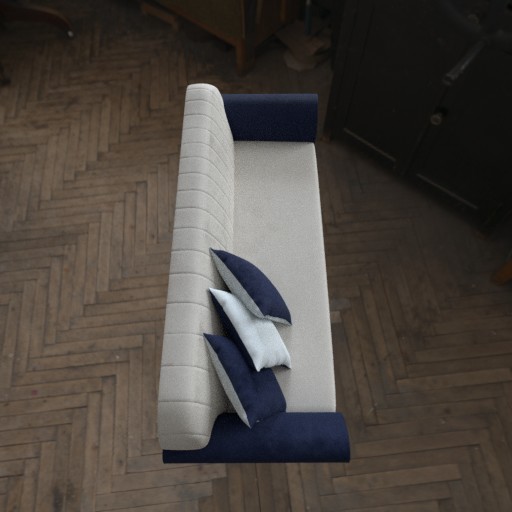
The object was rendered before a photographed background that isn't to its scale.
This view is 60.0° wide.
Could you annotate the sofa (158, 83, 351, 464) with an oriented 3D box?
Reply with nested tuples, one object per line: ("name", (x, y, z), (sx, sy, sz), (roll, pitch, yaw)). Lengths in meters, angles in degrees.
("sofa", (0.000, 0.000, 2.355), (0.749, 0.789, 2.006), (0, 63, 0))
